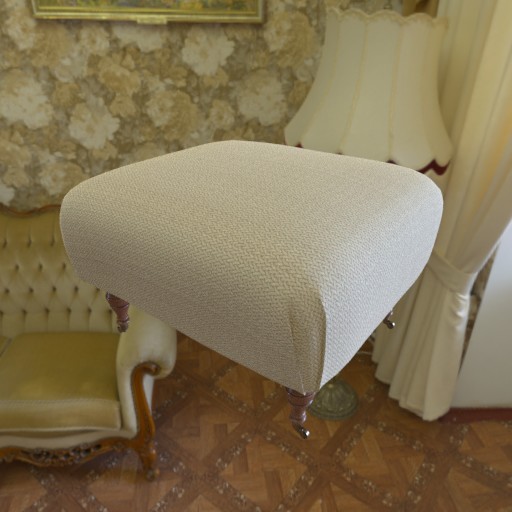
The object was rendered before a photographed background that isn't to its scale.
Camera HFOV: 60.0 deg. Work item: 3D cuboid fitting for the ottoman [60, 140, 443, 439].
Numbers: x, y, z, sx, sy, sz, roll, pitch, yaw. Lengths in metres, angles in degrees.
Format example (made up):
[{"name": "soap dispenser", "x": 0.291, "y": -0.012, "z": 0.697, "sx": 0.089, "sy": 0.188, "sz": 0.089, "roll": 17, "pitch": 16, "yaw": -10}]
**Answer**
[{"name": "ottoman", "x": 0.000, "y": 0.000, "z": 1.045, "sx": 0.684, "sy": 0.447, "sz": 0.622, "roll": 19, "pitch": 33, "yaw": 32}]
